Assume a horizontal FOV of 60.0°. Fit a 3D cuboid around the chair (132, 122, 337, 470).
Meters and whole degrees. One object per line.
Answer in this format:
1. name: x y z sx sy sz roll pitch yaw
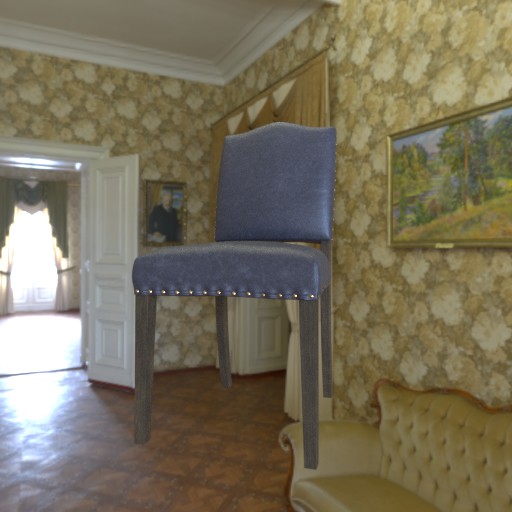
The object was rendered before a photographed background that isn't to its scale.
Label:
1. chair: 0.000 0.000 1.390 0.500 0.991 0.633 0 0 17
